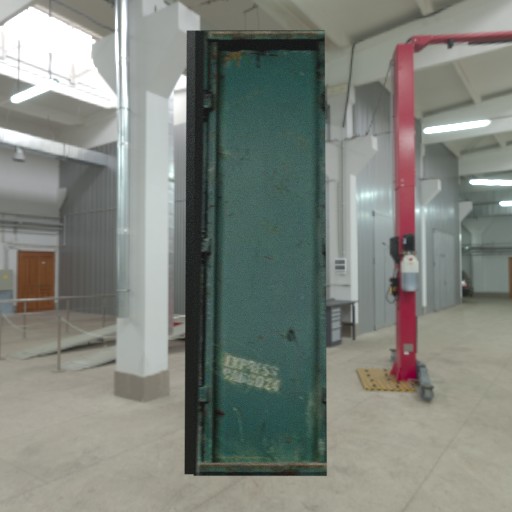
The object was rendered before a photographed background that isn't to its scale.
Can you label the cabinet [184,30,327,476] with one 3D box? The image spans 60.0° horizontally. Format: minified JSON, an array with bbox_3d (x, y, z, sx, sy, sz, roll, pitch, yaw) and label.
[{"bbox_3d":[0.000,0.000,3.146,0.680,2.160,2.000,0,-2,0],"label":"cabinet"}]
